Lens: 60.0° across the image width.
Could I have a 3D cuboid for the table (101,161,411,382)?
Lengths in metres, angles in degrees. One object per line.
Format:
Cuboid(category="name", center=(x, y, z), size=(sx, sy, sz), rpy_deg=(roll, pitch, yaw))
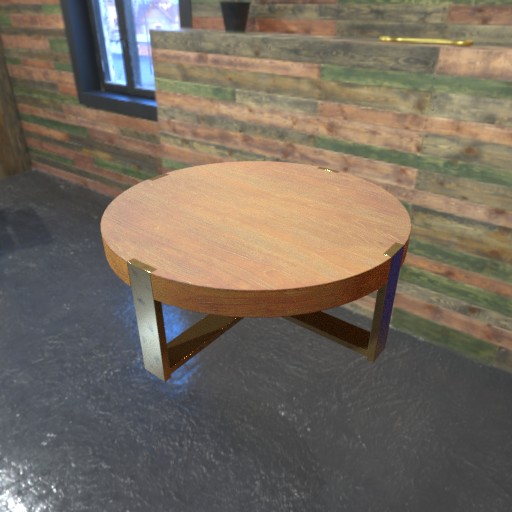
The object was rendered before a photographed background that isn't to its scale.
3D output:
Cuboid(category="table", center=(0.000, 0.000, 1.750), size=(1.100, 0.420, 1.100), rpy_deg=(0, 30, 0))
